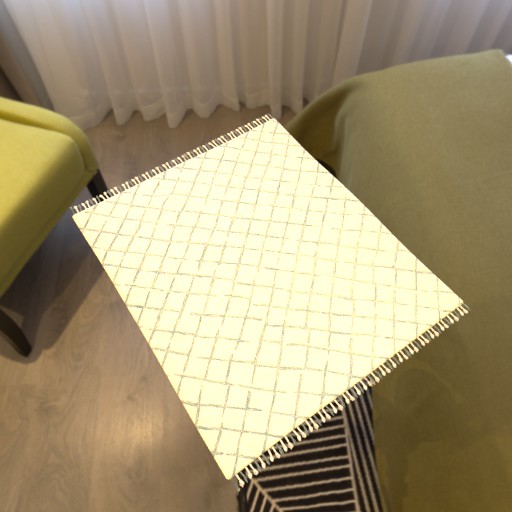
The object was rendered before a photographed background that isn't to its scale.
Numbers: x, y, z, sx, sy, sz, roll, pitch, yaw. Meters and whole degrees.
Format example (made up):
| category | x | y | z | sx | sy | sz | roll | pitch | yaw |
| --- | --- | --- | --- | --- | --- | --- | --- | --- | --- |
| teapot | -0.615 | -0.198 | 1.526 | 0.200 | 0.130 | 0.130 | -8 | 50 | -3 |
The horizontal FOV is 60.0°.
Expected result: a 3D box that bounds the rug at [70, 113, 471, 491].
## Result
| category | x | y | z | sx | sy | sz | roll | pitch | yaw |
| --- | --- | --- | --- | --- | --- | --- | --- | --- | --- |
| rug | 0.000 | 0.000 | 4.850 | 2.892 | 0.036 | 3.585 | -31 | 63 | -17 |
